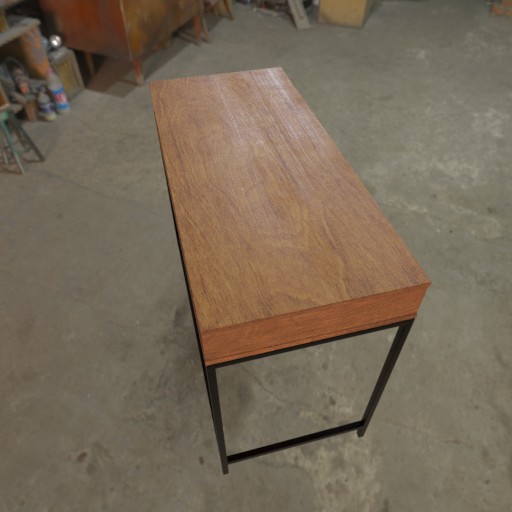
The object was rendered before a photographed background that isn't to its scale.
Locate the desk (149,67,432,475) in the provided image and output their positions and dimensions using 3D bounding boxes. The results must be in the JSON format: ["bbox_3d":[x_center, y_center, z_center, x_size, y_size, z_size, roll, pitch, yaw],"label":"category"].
[{"bbox_3d":[0.000,0.000,1.441,0.470,0.762,1.016,-11,47,-10],"label":"desk"}]
